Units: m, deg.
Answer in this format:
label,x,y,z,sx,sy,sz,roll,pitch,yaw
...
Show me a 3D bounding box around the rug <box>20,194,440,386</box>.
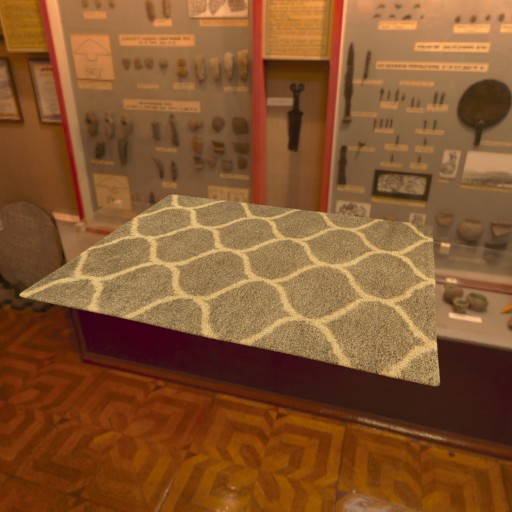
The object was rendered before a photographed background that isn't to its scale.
label,x,y,z,sx,sy,sz,roll,pitch,yaw
rug,0.000,0.000,3.938,3.000,0.026,2.399,9,29,16
